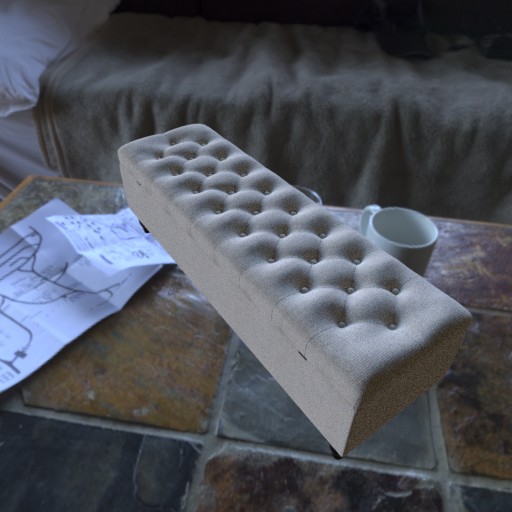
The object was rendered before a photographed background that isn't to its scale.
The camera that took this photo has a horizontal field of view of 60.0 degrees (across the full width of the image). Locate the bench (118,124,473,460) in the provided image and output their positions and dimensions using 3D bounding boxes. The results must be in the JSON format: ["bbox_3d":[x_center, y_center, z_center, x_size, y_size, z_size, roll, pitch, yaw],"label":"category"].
[{"bbox_3d":[0.000,0.000,1.695,0.455,0.467,1.480,-25,47,-26],"label":"bench"}]
